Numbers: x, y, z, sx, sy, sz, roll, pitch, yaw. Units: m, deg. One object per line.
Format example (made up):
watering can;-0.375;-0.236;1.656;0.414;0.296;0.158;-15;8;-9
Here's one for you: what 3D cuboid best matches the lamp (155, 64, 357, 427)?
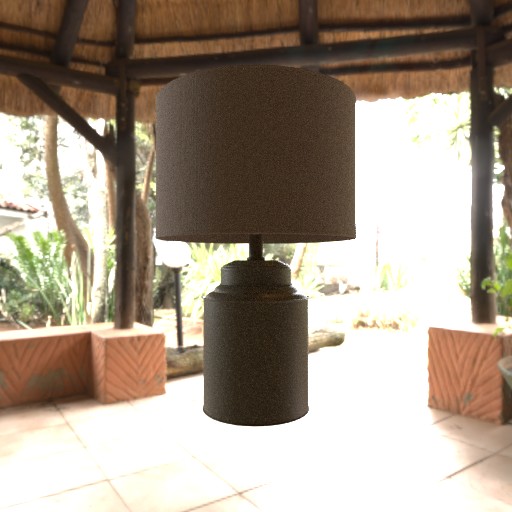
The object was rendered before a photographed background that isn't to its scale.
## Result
lamp;0.000;0.000;0.716;0.318;0.486;0.318;0;-1;0
